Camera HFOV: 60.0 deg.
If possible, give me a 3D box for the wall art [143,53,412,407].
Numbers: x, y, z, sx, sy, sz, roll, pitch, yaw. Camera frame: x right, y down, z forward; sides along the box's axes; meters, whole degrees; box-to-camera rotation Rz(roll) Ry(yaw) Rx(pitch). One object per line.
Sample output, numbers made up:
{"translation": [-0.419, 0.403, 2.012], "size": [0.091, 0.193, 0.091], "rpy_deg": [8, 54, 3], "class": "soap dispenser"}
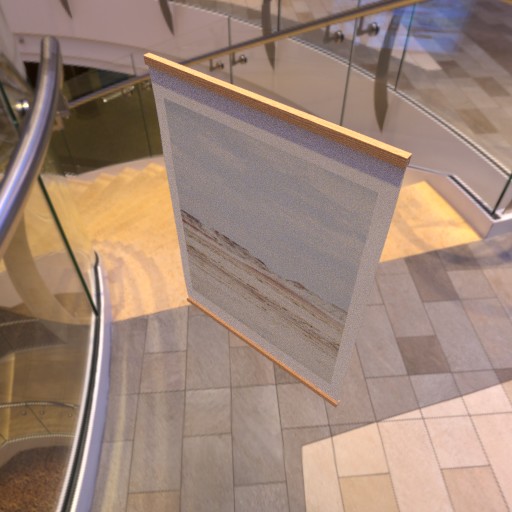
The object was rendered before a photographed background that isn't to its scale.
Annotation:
{"translation": [0.000, 0.000, 1.348], "size": [0.739, 1.016, 0.020], "rpy_deg": [31, 53, 26], "class": "wall art"}
